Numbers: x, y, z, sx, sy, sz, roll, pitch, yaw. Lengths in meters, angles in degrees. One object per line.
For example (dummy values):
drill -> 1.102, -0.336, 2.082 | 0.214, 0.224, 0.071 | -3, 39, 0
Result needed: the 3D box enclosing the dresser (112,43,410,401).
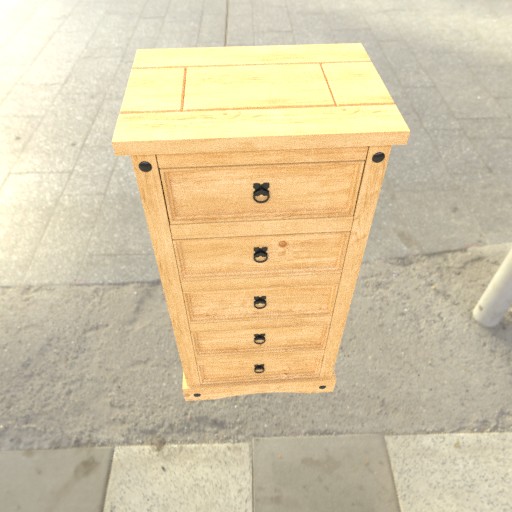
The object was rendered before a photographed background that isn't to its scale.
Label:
dresser -> 0.000, 0.000, 1.299 | 0.531, 1.041, 0.390 | -3, 47, -3
